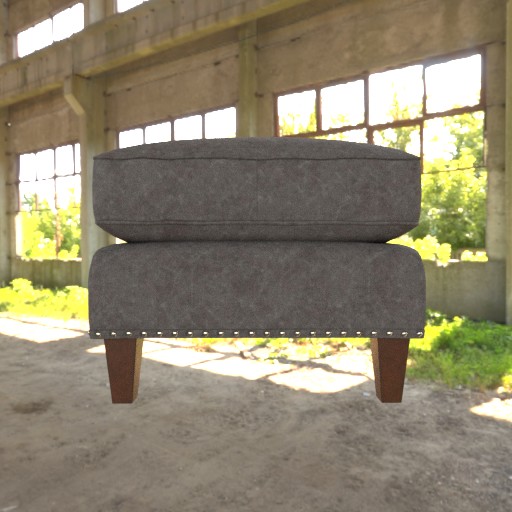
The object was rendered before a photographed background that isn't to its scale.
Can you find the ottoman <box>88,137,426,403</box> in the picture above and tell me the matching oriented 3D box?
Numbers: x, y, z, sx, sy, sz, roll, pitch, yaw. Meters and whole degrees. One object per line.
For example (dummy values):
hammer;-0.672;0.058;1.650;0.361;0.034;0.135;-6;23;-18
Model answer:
ottoman;0.000;0.000;1.116;0.584;0.513;0.741;0;1;0
